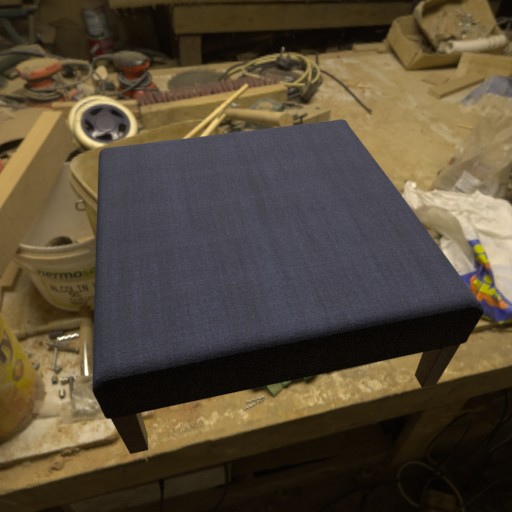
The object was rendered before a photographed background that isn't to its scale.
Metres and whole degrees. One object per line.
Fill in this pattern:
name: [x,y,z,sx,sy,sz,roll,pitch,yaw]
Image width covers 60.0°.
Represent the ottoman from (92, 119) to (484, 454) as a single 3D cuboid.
ottoman: [0.000,0.000,1.363,0.889,0.411,0.890,-9,47,-9]
